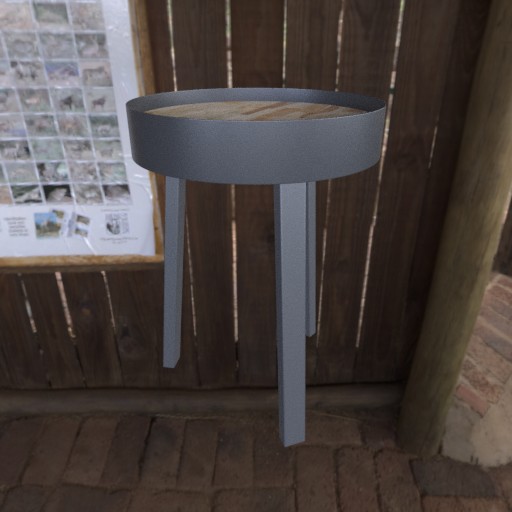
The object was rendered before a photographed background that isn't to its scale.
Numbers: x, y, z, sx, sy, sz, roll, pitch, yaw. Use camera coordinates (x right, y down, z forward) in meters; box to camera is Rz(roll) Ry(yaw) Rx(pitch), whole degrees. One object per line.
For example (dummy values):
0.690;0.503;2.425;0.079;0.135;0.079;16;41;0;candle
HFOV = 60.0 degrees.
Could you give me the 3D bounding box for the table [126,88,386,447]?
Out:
0.000;0.000;0.837;0.406;0.559;0.406;0;26;0;table
